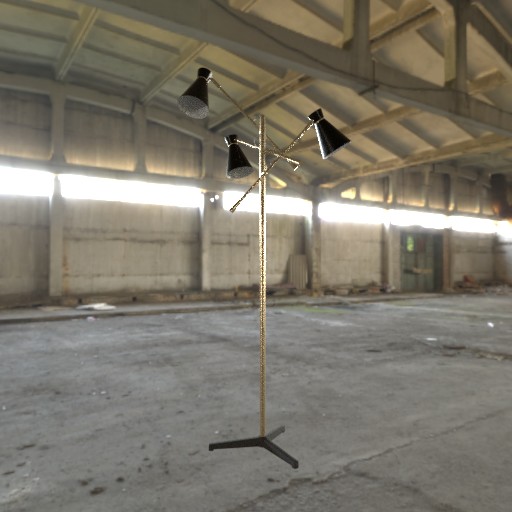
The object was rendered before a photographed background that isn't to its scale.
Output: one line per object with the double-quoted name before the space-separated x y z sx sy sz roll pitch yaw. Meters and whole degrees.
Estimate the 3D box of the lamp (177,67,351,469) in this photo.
"lamp" 0.000 0.000 2.164 0.750 1.804 0.653 1 -2 -34
